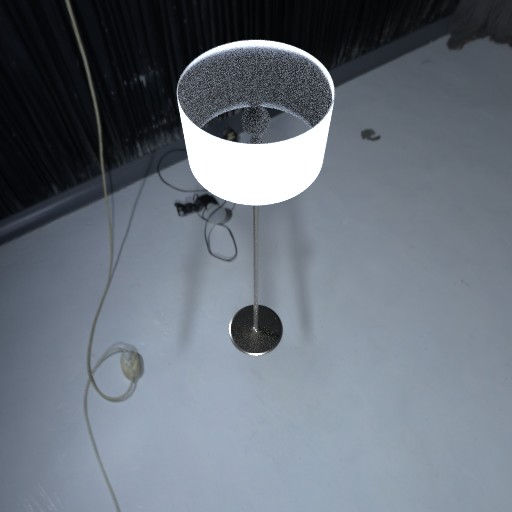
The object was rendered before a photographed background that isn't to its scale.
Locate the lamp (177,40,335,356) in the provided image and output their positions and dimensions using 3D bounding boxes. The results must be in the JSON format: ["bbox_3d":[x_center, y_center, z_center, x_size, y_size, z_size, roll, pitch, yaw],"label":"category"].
[{"bbox_3d":[0.000,0.000,1.596,0.347,1.443,0.347,-31,64,-17],"label":"lamp"}]
